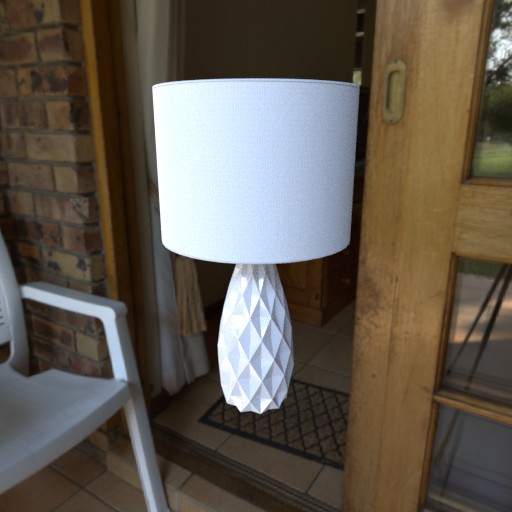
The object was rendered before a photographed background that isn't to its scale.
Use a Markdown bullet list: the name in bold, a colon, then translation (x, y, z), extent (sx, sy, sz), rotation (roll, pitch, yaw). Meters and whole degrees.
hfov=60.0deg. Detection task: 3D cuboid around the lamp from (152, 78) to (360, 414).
- **lamp**: translation (0.000, 0.000, 0.724), extent (0.297, 0.522, 0.297), rotation (0, 17, 0)
